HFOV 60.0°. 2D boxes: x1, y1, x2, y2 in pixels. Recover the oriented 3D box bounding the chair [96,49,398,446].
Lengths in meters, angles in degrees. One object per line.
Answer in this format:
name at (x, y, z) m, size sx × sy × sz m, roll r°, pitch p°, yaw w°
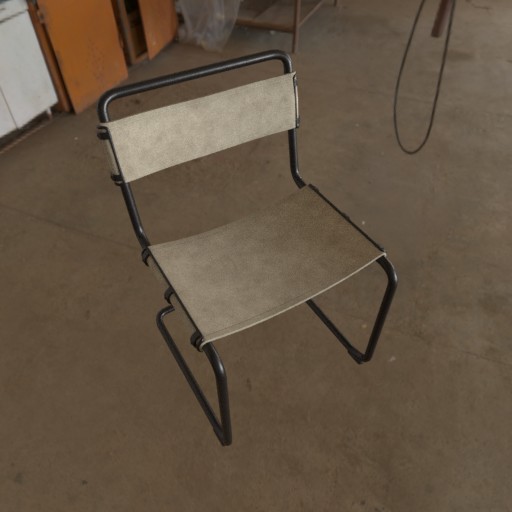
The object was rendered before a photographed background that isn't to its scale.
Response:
chair at (0.000, 0.000, 1.078) m, size 0.499 × 0.747 × 0.497 m, roll -24°, pitch 50°, yaw -21°
